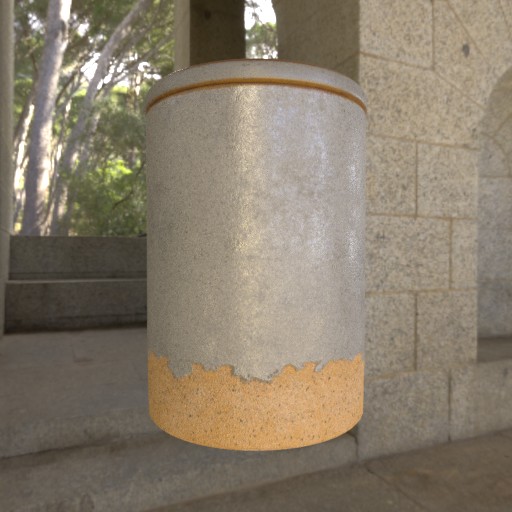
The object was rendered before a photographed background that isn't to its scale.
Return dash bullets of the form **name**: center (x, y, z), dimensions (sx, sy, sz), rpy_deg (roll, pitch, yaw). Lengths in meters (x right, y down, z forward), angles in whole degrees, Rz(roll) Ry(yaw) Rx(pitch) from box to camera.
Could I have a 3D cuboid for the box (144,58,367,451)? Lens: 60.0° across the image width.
- **box**: center (0.000, 0.000, 0.242), dimensions (0.118, 0.168, 0.118), rpy_deg (0, 0, 0)
